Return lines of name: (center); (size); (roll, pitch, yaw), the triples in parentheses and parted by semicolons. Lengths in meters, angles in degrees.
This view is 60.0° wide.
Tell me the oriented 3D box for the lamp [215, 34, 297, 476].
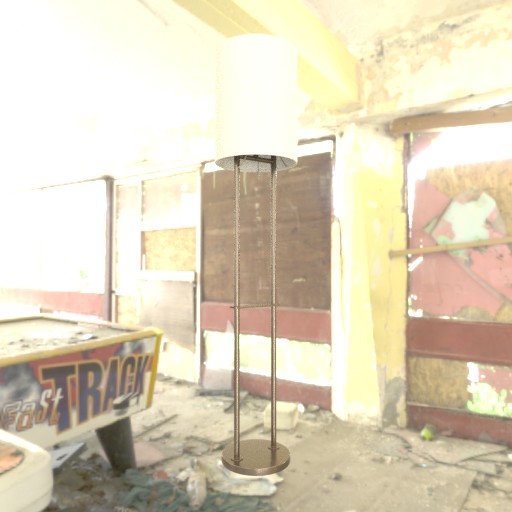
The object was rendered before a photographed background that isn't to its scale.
lamp: (0.000, 0.000, 1.641); (0.306, 1.500, 0.305); (1, -1, -35)
